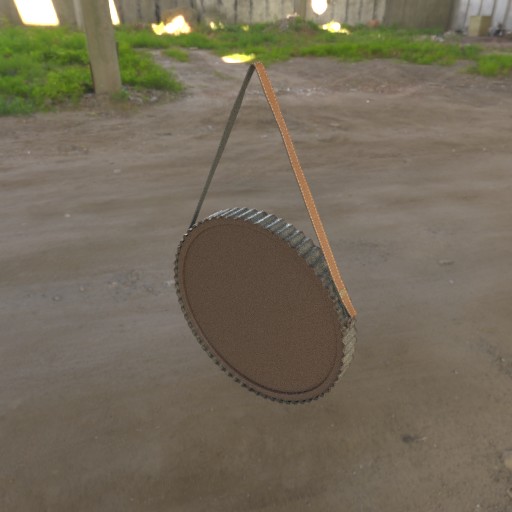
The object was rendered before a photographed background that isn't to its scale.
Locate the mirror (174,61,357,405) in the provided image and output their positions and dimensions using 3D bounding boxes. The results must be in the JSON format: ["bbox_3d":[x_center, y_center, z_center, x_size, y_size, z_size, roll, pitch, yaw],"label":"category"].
[{"bbox_3d":[0.000,0.000,0.705,0.355,0.568,0.042,20,35,31],"label":"mirror"}]
